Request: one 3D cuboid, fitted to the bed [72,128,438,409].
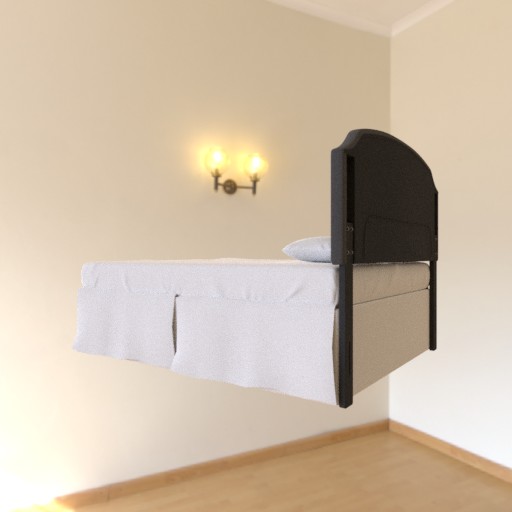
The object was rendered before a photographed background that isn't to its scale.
[{"bbox_3d":[0.000,0.000,3.014,1.999,1.270,1.558,0,0,36],"label":"bed"}]
